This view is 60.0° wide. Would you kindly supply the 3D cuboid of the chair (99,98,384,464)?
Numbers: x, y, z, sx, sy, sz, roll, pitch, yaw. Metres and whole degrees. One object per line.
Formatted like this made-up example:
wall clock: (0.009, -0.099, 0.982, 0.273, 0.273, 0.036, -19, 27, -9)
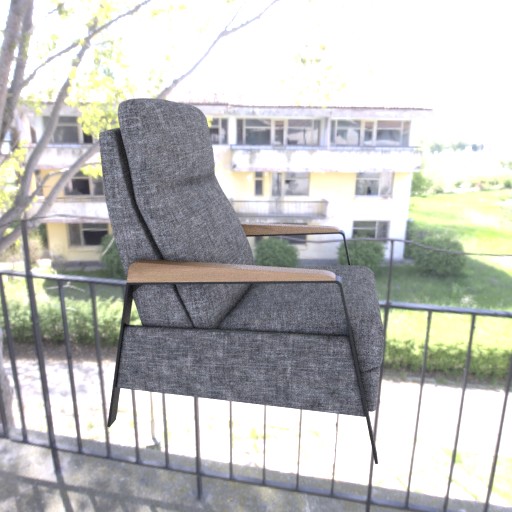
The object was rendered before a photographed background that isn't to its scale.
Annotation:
chair: (0.000, 0.000, 1.563, 0.868, 1.042, 0.671, 3, 15, 11)
